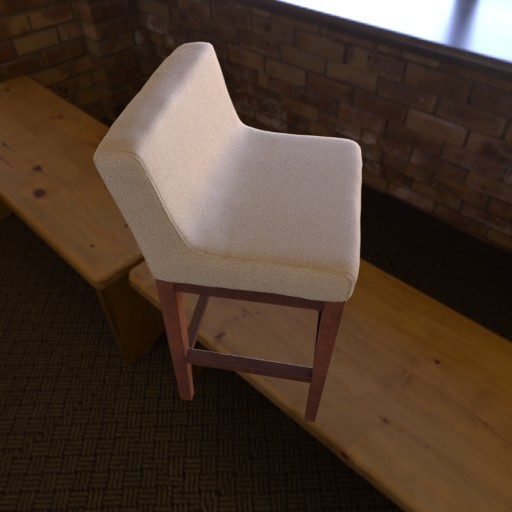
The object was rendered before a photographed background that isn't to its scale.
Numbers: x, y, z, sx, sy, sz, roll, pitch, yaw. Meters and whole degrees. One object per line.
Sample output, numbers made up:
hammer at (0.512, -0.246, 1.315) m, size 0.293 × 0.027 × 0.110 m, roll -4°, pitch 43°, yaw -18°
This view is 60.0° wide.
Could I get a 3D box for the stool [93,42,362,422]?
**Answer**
stool at (0.000, 0.000, 1.214) m, size 0.500 × 0.937 × 0.511 m, roll 7°, pitch 46°, yaw 7°
